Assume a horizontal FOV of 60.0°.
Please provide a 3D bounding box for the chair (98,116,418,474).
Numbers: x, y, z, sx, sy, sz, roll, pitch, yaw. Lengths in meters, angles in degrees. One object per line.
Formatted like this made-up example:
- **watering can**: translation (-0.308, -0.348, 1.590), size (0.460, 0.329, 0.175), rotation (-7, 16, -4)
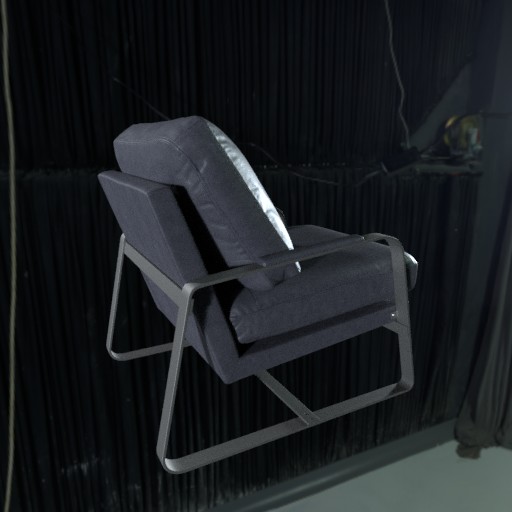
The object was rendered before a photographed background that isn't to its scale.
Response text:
- **chair**: translation (0.000, 0.000, 1.446), size (0.878, 0.839, 0.692), rotation (-8, 17, -27)
